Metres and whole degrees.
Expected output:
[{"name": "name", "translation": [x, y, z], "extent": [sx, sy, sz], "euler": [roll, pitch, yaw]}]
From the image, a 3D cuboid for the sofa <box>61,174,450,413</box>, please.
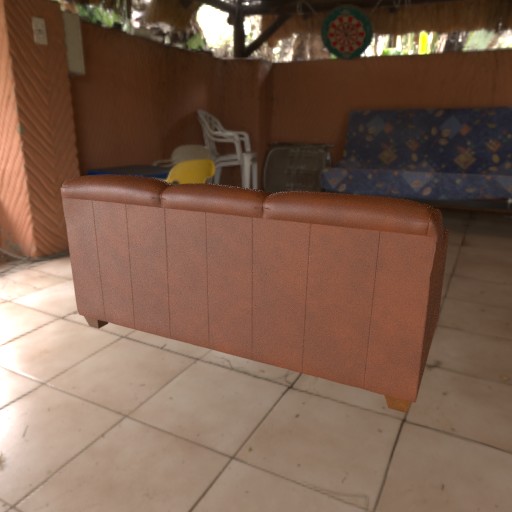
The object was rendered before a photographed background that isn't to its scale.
[{"name": "sofa", "translation": [0.000, 0.000, 2.601], "extent": [2.039, 0.953, 1.008], "euler": [8, 19, 26]}]
